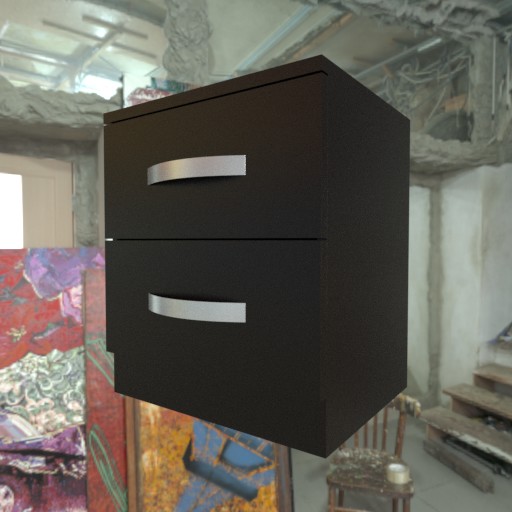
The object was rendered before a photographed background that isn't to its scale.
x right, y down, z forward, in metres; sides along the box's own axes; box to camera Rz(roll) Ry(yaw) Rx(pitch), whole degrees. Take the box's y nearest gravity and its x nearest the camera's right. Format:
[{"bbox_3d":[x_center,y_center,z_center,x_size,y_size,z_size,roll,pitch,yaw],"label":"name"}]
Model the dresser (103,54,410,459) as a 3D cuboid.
[{"bbox_3d":[0.000,0.000,0.746,0.400,0.470,0.360,1,2,36],"label":"dresser"}]
